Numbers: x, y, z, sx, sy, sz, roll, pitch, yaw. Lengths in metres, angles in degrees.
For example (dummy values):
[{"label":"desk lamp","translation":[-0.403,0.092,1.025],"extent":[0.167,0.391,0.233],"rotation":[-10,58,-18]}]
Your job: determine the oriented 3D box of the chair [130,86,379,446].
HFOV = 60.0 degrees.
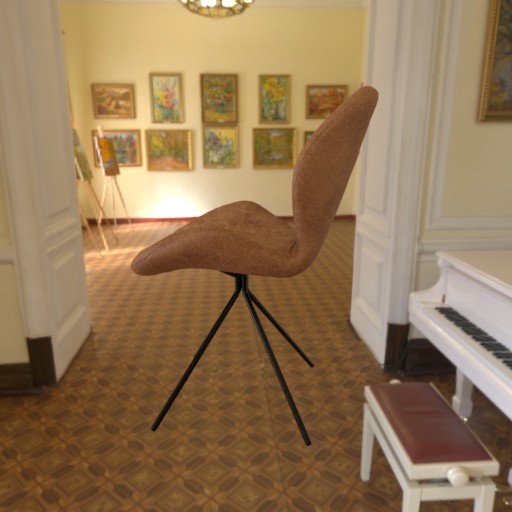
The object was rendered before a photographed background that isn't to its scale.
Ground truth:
[{"label":"chair","translation":[0.000,0.000,1.306],"extent":[0.640,0.929,0.527],"rotation":[2,14,8]}]
